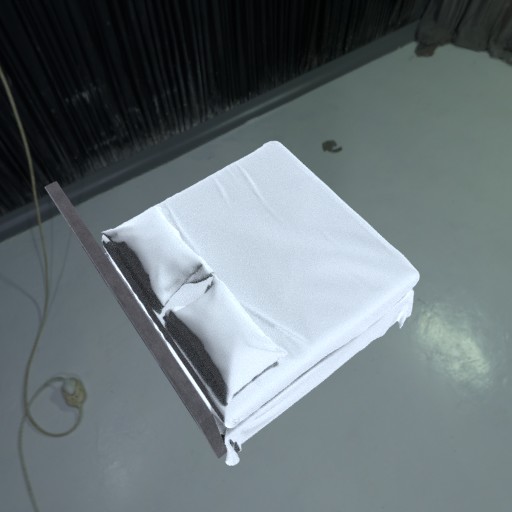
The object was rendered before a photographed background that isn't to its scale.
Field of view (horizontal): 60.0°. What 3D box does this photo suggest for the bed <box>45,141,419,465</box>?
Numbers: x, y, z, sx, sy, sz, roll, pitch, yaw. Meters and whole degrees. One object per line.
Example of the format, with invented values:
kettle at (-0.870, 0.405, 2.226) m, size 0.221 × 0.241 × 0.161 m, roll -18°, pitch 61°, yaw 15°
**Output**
bed at (0.000, 0.000, 2.945) m, size 1.785 × 1.142 × 1.772 m, roll -33°, pitch 64°, yaw -18°
